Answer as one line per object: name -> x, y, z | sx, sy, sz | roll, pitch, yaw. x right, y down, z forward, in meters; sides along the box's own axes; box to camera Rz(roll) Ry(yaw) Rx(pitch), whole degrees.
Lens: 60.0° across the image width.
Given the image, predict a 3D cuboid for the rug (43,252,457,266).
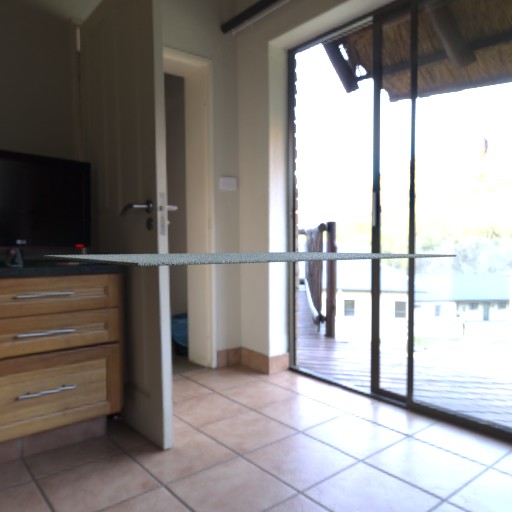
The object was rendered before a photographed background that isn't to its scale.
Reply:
rug -> 0.000, 0.000, 2.938 | 2.283, 0.013, 1.547 | -1, 2, -38
